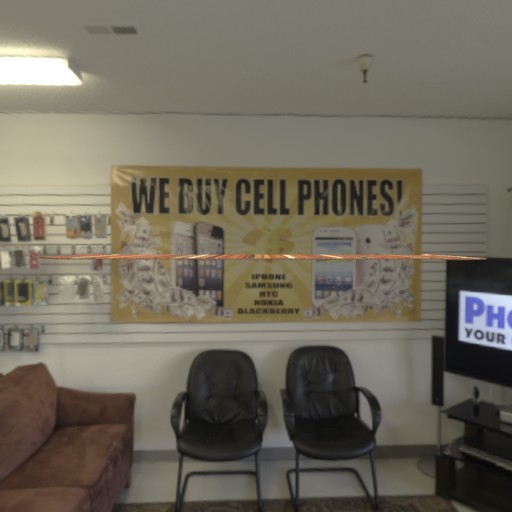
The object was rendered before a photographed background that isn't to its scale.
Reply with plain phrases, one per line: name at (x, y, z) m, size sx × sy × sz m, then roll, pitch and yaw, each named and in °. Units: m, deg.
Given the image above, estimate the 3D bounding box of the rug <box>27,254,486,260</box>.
rug at (0.000, 0.000, 2.740) m, size 2.444 × 0.030 × 0.799 m, roll 0°, pitch 1°, yaw 1°
